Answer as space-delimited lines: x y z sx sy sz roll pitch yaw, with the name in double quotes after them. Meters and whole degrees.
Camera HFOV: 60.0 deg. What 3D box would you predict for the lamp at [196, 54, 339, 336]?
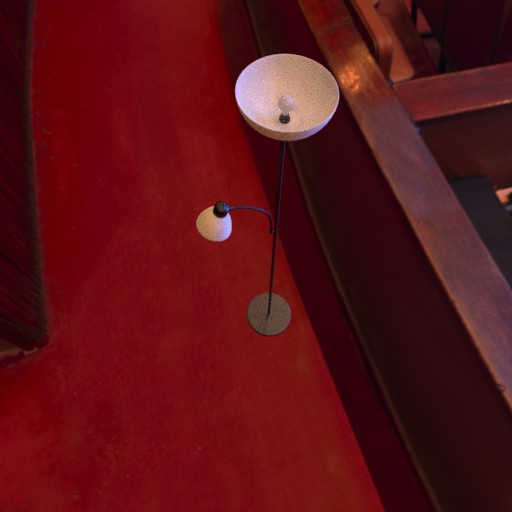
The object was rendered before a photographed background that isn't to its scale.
0.000 0.000 1.932 0.442 1.804 0.279 -19 66 -9 "lamp"
